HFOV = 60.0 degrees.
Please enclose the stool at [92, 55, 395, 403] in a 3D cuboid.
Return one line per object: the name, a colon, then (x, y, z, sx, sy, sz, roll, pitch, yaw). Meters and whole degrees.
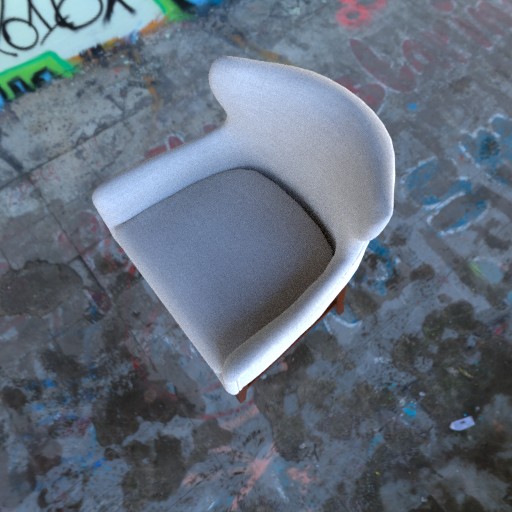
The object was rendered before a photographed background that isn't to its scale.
stool: (0.000, 0.000, 1.380, 0.637, 0.987, 0.615, -36, 70, -15)
